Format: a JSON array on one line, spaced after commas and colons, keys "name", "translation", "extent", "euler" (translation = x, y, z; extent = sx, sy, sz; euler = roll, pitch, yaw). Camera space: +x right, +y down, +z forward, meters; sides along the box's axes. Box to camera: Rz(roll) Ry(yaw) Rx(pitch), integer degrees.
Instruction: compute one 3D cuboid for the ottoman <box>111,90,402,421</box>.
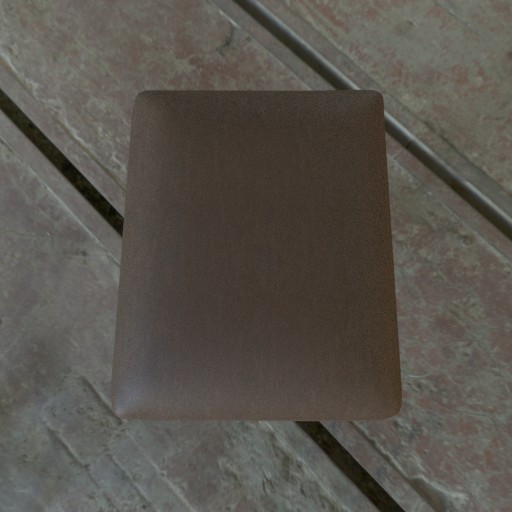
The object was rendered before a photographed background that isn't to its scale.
[{"name": "ottoman", "translation": [0.000, 0.000, 1.167], "extent": [0.635, 0.508, 0.787], "euler": [0, 76, 0]}]
